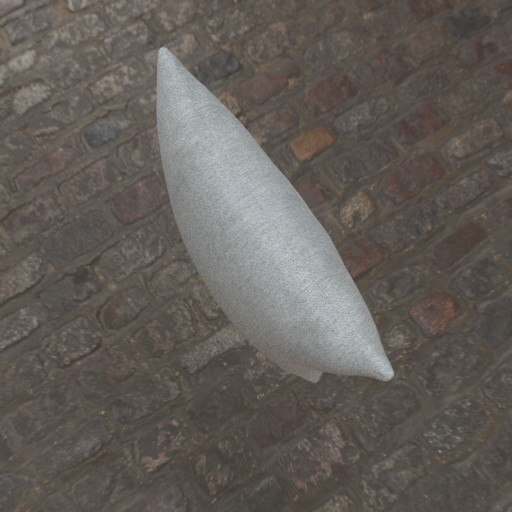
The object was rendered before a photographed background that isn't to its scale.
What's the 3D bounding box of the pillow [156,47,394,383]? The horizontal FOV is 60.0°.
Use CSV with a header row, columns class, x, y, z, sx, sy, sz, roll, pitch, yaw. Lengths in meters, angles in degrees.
class,x,y,z,sx,sy,sz,roll,pitch,yaw
pillow,0.000,0.000,0.664,0.173,0.436,0.433,-32,77,-8
